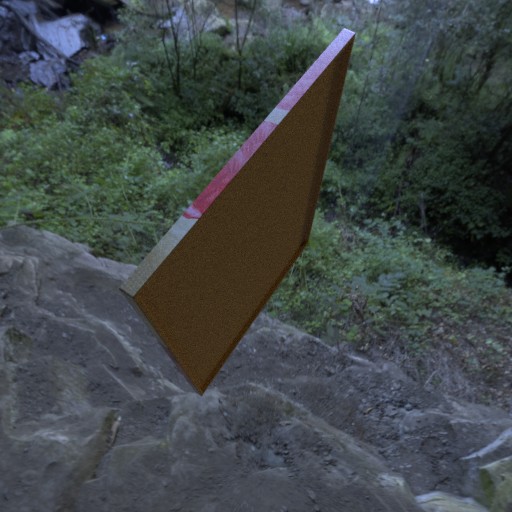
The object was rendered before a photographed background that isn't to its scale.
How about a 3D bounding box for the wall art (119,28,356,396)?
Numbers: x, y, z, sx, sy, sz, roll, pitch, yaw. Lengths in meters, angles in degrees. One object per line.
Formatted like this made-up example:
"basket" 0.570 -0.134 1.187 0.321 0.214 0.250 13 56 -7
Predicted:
"wall art" 0.000 0.000 1.312 0.031 1.015 0.762 31 68 14
